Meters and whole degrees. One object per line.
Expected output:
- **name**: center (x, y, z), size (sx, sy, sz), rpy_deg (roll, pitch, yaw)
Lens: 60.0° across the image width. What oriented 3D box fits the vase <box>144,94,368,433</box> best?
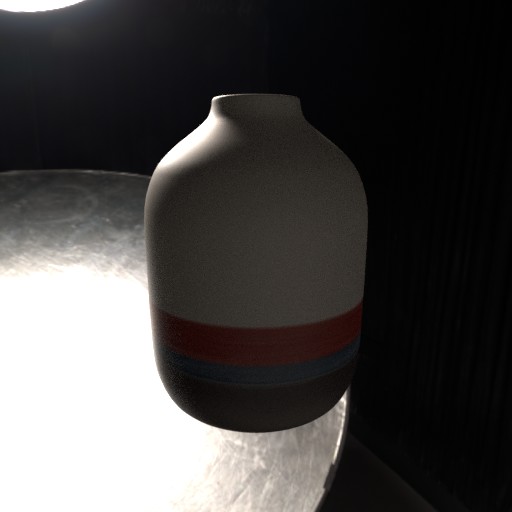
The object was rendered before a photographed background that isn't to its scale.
- **vase**: center (0.000, 0.000, 0.352), size (0.169, 0.237, 0.169), rpy_deg (0, 14, 0)
